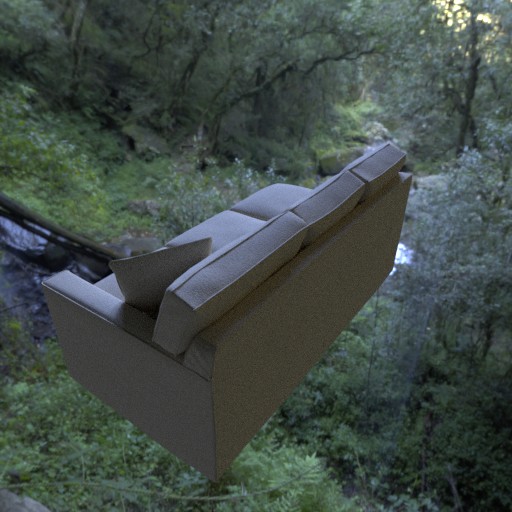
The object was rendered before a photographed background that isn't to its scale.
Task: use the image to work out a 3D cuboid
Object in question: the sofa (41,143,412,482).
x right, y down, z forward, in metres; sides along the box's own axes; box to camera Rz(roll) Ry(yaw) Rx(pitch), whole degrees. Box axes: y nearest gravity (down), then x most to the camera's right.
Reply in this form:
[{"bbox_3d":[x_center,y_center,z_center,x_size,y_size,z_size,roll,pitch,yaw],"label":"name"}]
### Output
[{"bbox_3d":[0.000,0.000,2.495,1.034,0.946,1.963,21,37,30],"label":"sofa"}]
